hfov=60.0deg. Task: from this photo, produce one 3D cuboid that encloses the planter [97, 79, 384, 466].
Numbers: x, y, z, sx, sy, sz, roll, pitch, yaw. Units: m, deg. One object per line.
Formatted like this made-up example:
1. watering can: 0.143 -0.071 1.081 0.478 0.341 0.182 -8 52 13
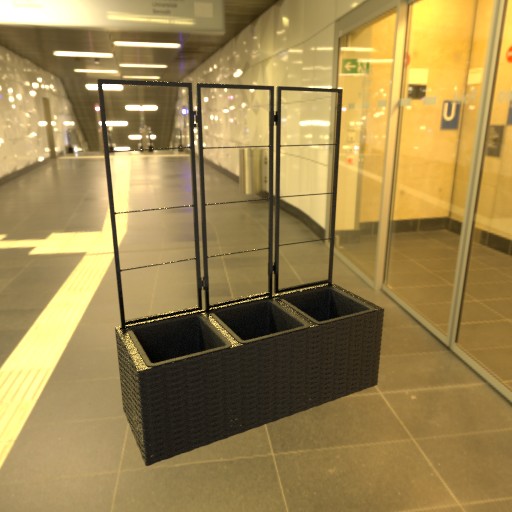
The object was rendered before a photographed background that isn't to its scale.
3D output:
1. planter: 0.000 0.000 1.144 0.698 0.841 0.244 -9 19 -27
